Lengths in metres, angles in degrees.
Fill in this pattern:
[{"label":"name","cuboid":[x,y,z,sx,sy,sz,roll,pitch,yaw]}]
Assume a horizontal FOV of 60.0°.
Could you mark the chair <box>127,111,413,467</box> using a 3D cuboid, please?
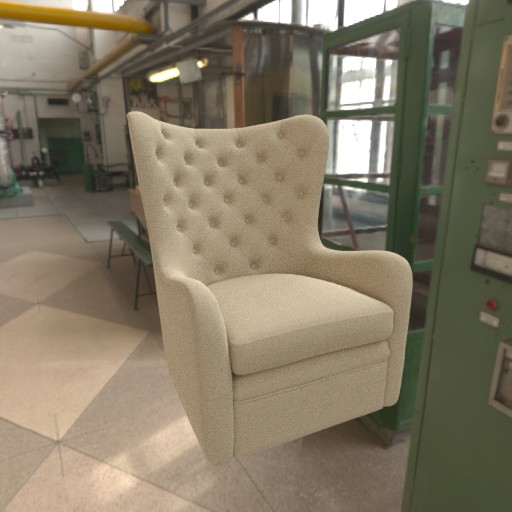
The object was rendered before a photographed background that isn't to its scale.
[{"label":"chair","cuboid":[0.000,0.000,1.733,0.831,1.079,0.929,-8,18,-26]}]
